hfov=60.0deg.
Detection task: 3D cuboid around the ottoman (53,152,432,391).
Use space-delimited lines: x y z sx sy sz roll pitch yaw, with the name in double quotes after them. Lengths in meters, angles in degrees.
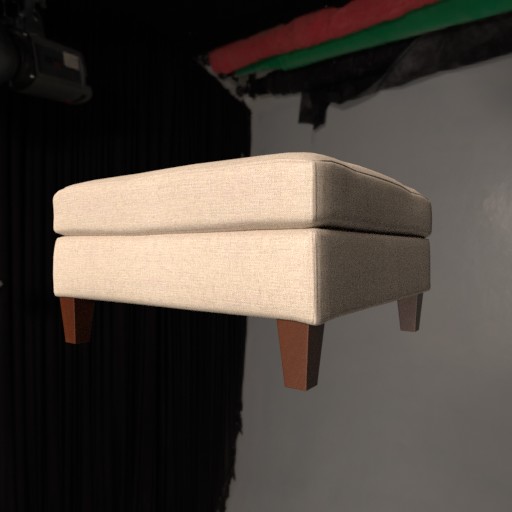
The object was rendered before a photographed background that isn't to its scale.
0.000 0.000 1.337 0.838 0.481 0.838 0 1 35 "ottoman"
